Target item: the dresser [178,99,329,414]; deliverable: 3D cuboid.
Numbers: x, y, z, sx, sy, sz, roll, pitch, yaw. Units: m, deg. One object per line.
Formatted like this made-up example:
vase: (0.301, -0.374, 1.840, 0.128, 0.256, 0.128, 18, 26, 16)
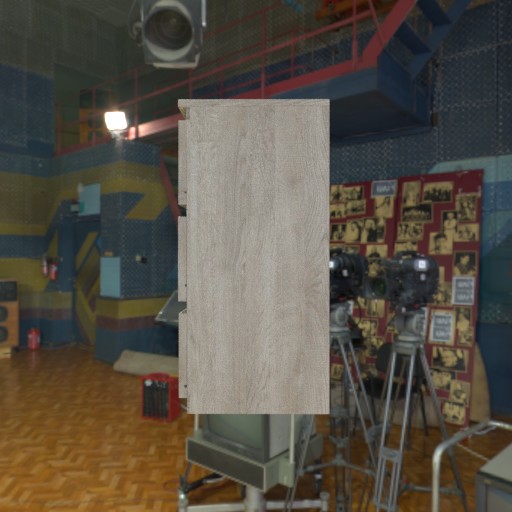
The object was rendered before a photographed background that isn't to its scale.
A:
dresser: (0.000, 0.000, 1.912, 0.390, 0.795, 1.590, 0, 0, 0)
